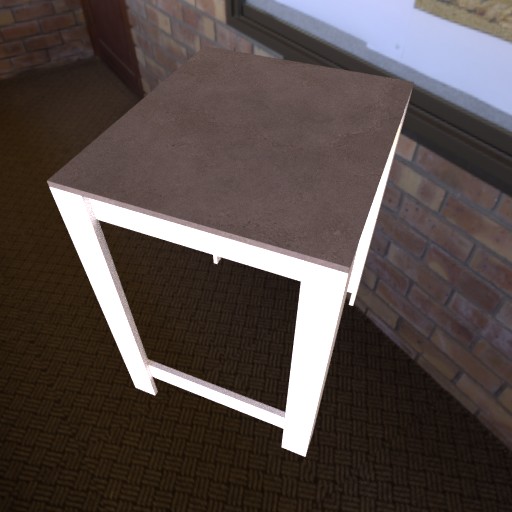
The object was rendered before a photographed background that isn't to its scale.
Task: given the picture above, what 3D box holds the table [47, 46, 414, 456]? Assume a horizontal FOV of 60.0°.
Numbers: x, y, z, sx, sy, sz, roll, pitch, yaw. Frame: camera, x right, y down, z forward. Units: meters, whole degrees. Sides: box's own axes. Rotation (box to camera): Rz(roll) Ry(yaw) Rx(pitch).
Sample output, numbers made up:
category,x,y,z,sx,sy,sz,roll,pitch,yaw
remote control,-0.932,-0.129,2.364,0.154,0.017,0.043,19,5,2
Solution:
category,x,y,z,sx,sy,sz,roll,pitch,yaw
table,0.000,0.000,1.541,0.700,1.020,0.800,17,49,15
